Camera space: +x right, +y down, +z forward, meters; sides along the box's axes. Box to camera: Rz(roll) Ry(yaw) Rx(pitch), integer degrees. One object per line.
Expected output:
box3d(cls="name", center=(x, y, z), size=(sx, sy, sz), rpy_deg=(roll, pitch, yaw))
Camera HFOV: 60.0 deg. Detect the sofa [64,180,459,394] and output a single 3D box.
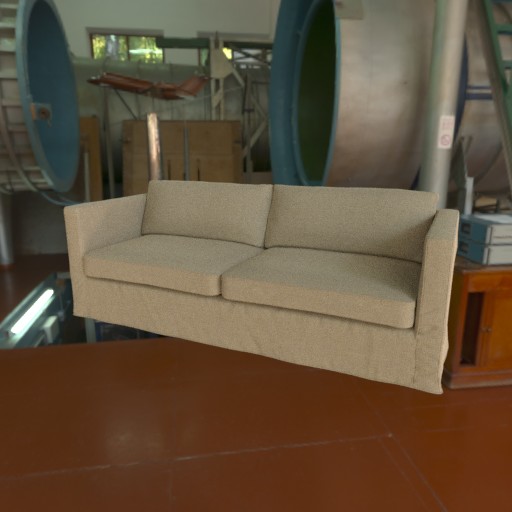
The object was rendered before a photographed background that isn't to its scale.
box3d(cls="sofa", center=(0.000, 0.000, 2.768), size=(2.296, 0.847, 0.956), rpy_deg=(7, 16, 24))
